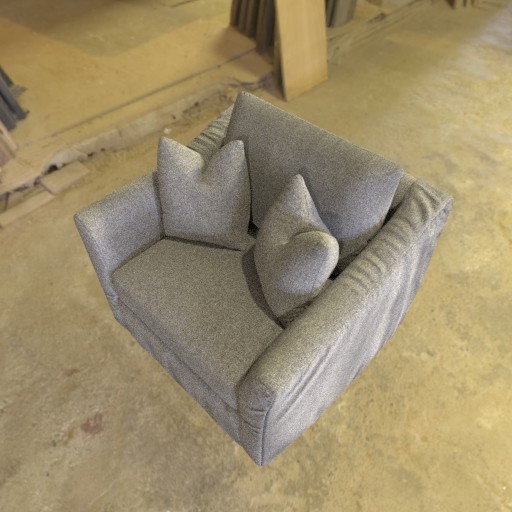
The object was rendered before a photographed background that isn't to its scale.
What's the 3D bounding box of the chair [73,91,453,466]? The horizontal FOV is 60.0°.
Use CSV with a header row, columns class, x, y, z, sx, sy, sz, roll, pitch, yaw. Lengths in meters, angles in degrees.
class,x,y,z,sx,sy,sz,roll,pitch,yaw
chair,0.000,0.000,2.012,1.194,1.059,1.071,35,56,29
